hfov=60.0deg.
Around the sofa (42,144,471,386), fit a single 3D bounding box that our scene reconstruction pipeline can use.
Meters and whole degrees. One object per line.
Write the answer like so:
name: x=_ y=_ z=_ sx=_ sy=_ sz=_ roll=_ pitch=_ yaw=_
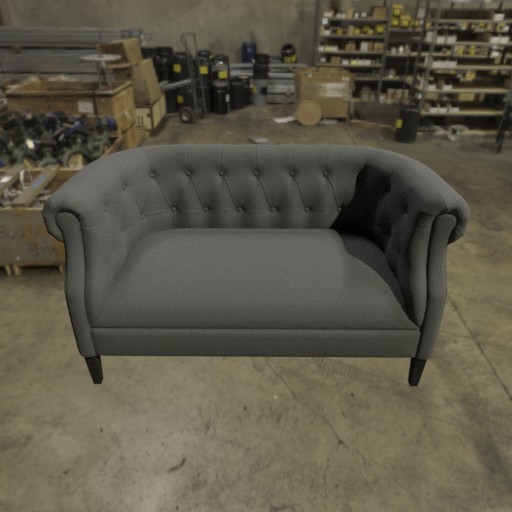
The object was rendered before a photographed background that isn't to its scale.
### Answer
sofa: x=0.000 y=0.000 z=2.001 sx=1.558 sy=0.827 sz=0.835 roll=0 pitch=30 yaw=0
